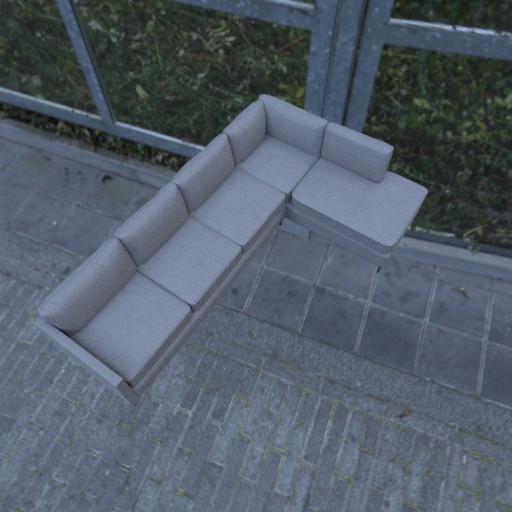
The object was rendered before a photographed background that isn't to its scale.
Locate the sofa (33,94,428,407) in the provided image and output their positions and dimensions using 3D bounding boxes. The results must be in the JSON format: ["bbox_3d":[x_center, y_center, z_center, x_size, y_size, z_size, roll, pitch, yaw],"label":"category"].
[{"bbox_3d":[0.000,0.000,4.185,2.077,0.964,3.331,30,62,18],"label":"sofa"}]
